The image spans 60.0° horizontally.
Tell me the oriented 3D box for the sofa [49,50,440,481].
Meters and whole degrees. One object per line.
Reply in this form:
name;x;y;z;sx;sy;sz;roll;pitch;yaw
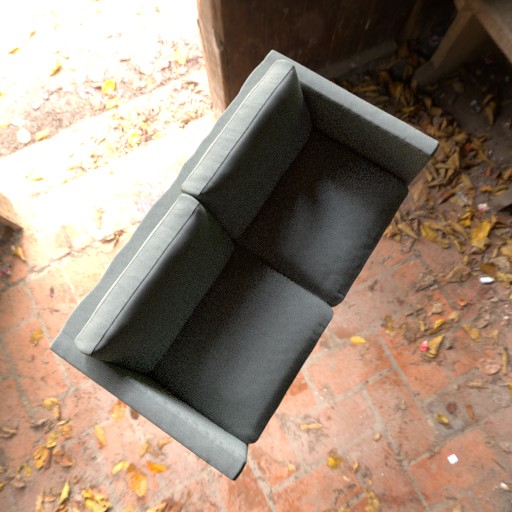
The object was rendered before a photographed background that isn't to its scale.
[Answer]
sofa;0.000;0.000;2.185;0.944;0.830;1.727;32;78;7
